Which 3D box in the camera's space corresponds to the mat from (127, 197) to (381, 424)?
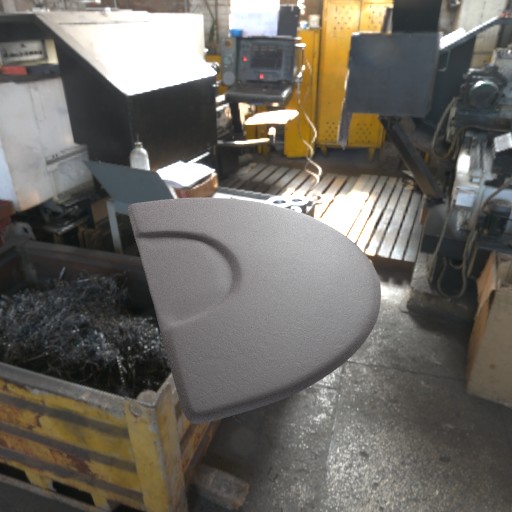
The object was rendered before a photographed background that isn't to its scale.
[{"bbox_3d":[0.000,0.000,1.863,0.917,0.022,1.525,-10,31,-17],"label":"mat"}]
